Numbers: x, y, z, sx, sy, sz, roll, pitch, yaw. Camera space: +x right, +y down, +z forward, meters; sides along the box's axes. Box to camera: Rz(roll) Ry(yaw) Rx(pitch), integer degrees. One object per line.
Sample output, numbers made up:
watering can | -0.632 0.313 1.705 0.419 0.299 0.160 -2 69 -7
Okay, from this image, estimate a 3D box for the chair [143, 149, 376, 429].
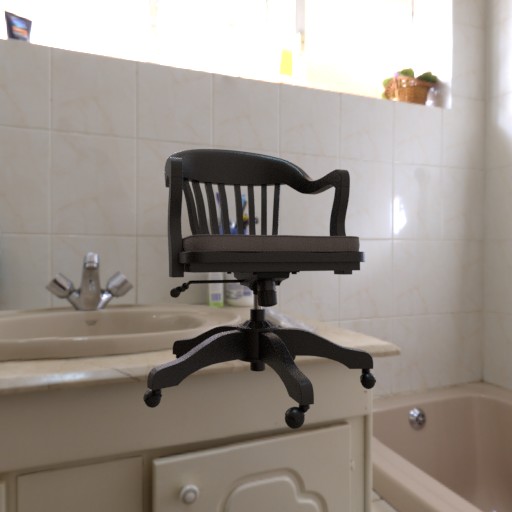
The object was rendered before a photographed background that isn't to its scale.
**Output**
chair | 0.000 0.000 1.487 0.750 0.878 0.788 0 0 -19
